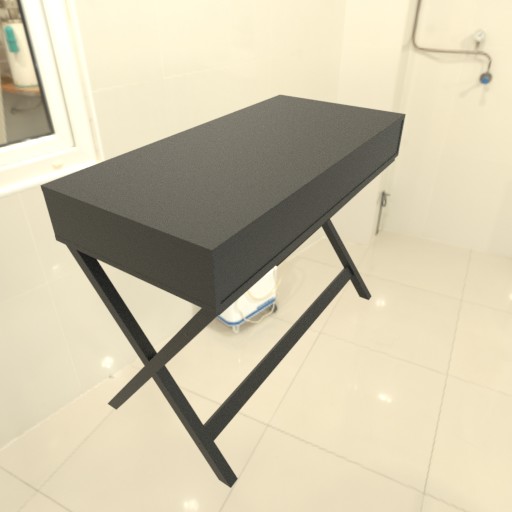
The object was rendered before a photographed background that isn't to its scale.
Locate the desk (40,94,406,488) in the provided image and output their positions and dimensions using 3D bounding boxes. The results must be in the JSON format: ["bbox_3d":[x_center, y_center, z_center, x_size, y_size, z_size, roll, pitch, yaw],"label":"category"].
[{"bbox_3d":[0.000,0.000,1.485,0.525,0.780,1.057,20,38,28],"label":"desk"}]
